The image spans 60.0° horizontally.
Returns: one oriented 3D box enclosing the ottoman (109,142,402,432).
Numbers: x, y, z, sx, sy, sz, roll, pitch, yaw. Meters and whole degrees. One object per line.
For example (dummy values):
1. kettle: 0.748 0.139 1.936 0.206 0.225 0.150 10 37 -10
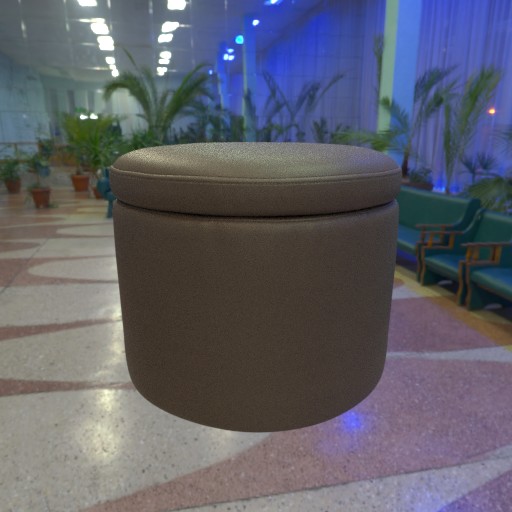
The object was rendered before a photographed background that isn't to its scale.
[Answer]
1. ottoman: 0.000 0.000 0.832 0.500 0.409 0.500 0 16 0
